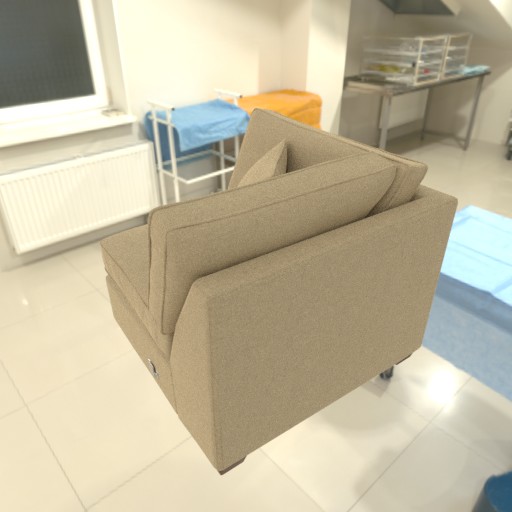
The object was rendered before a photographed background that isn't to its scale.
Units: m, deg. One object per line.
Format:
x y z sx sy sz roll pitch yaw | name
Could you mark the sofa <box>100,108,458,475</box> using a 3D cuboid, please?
0.000 0.000 1.936 1.146 1.002 1.084 -20 37 -30 | sofa
